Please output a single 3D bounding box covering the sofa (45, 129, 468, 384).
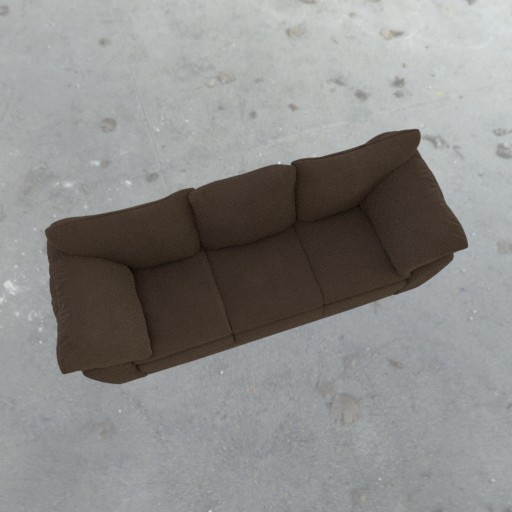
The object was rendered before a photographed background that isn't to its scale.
[{"bbox_3d":[0.000,0.000,2.749,2.336,1.015,0.878,-17,64,-8],"label":"sofa"}]
